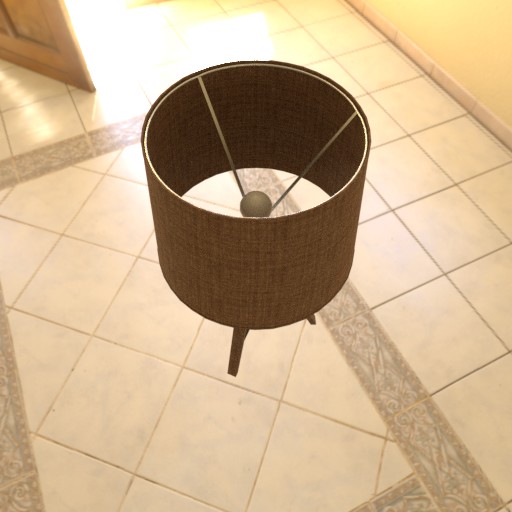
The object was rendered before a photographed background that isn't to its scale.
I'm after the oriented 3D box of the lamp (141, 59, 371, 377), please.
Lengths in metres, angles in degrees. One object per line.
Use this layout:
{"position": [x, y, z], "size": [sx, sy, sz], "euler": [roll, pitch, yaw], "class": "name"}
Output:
{"position": [0.000, 0.000, 0.697], "size": [0.290, 0.514, 0.290], "euler": [0, 58, 0], "class": "lamp"}
